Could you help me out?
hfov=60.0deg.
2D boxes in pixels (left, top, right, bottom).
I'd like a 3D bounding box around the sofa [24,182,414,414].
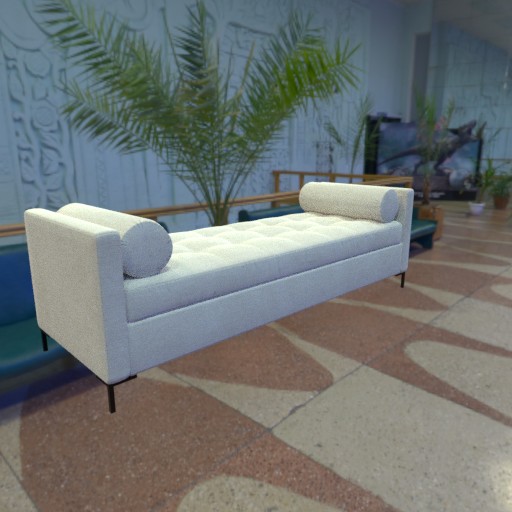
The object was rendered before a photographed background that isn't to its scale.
[{"bbox_3d":[0.000,0.000,2.299,1.981,0.635,0.686,-13,19,-42],"label":"sofa"}]
